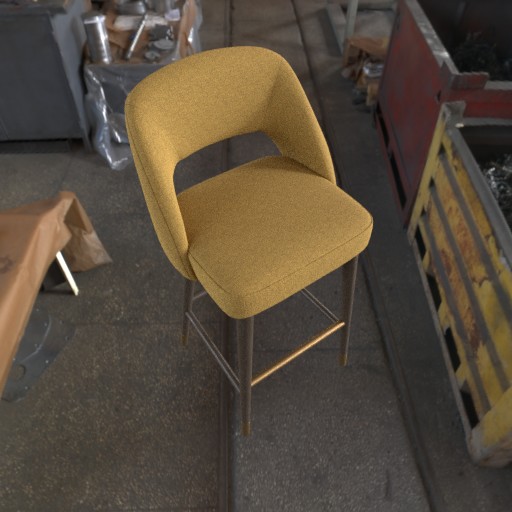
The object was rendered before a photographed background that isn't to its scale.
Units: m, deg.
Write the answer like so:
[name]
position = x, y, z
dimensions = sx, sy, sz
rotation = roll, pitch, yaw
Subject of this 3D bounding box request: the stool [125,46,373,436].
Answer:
[stool]
position = 0.000, 0.000, 1.327
dimensions = 0.536, 1.032, 0.522
rotation = -28, 53, -23
